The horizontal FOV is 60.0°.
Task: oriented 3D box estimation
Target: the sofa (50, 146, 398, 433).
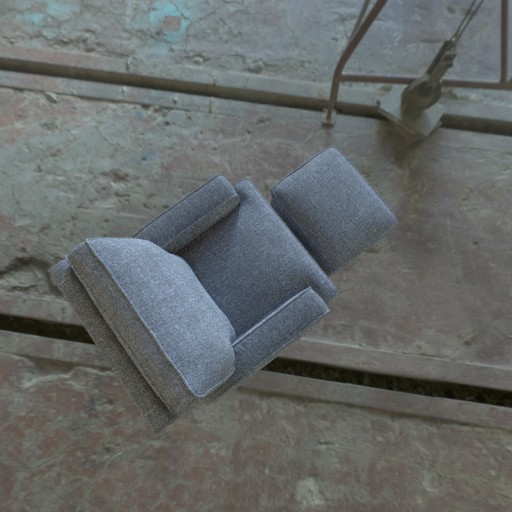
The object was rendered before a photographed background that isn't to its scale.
[{"bbox_3d":[0.000,0.000,2.103,1.472,0.959,0.861,-36,79,-8],"label":"sofa"}]
